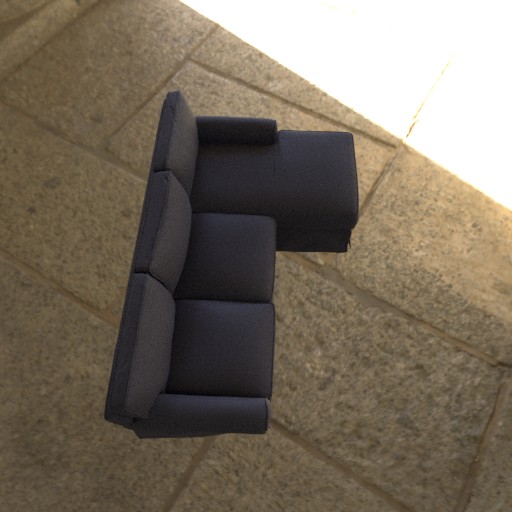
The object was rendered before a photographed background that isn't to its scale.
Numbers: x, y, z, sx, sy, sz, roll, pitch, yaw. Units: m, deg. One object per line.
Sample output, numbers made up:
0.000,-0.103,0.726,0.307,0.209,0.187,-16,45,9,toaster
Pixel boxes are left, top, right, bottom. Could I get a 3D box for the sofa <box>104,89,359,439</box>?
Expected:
0.000,0.000,3.310,1.637,1.039,2.518,2,62,1,sofa
